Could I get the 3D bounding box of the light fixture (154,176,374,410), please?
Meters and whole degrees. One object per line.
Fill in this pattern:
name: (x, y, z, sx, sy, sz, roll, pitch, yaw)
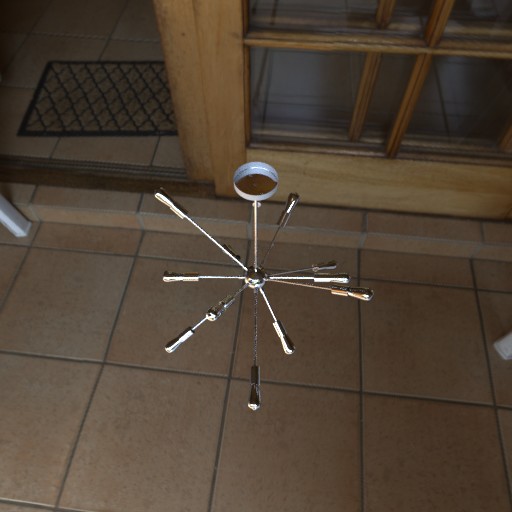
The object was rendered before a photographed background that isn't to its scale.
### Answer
light fixture: (0.000, 0.000, 1.088, 0.509, 0.558, 0.684, 0, 58, 0)
